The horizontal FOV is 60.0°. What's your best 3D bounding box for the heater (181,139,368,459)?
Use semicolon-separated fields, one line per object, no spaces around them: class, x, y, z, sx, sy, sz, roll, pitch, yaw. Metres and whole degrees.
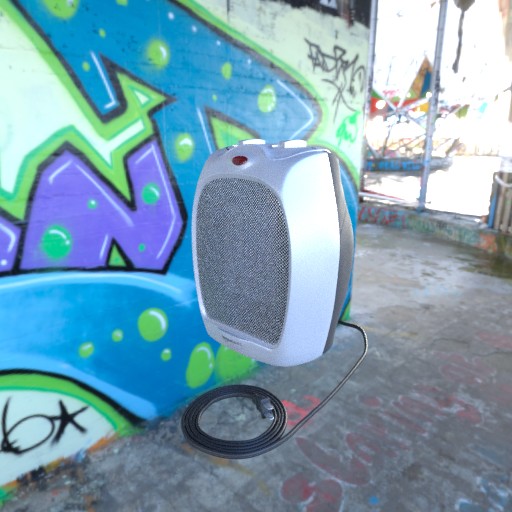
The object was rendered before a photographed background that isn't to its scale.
heater;0.000;0.000;0.474;0.239;0.240;0.291;15;21;42
